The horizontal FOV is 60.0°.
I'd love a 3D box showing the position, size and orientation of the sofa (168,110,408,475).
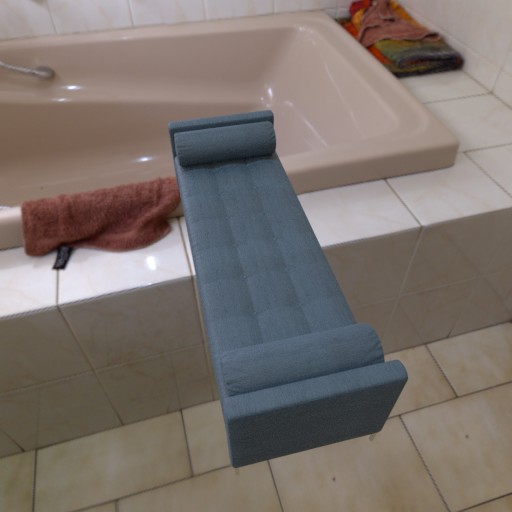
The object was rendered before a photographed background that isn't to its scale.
[{"bbox_3d":[0.000,0.000,2.429,0.686,0.635,1.981,-10,48,-9],"label":"sofa"}]
